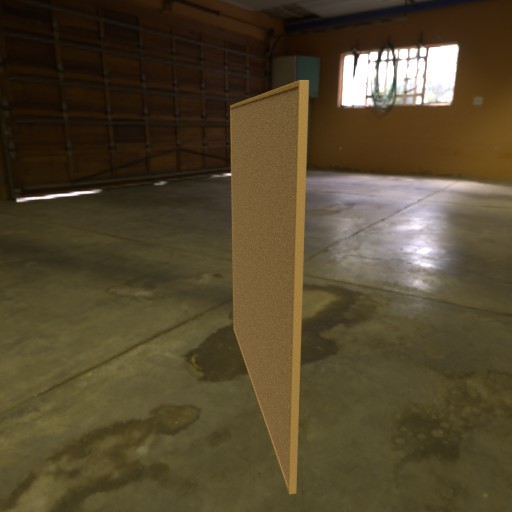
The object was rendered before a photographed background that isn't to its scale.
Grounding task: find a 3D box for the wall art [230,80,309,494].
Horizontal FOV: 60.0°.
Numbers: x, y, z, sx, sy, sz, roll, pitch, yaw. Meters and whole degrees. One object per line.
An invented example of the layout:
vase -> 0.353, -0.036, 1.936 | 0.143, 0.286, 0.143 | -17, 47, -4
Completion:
wall art -> 0.000, 0.000, 0.972 | 0.014, 0.655, 0.657 | -3, 16, -11
